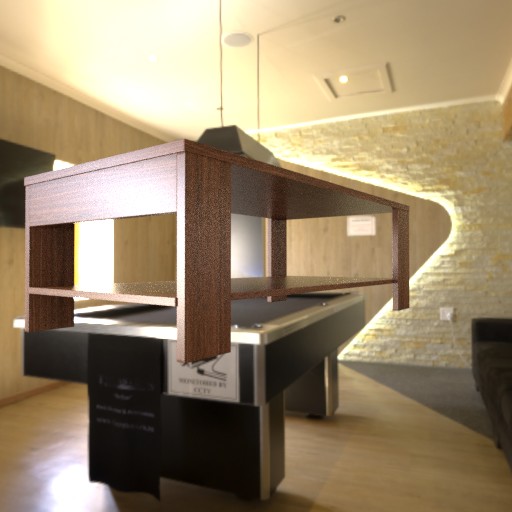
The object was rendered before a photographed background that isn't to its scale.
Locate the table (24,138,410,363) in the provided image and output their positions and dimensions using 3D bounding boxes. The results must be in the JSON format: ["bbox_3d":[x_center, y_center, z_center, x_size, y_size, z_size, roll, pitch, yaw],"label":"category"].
[{"bbox_3d":[0.000,0.000,1.444,0.600,0.400,1.200,-1,-1,37],"label":"table"}]
